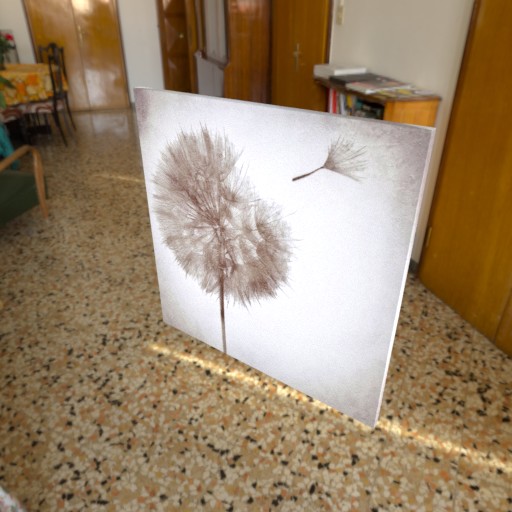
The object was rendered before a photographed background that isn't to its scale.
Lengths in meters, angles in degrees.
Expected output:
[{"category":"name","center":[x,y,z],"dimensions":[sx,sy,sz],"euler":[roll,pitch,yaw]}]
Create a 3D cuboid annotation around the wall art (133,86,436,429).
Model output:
[{"category":"wall art","center":[0.000,0.000,1.153],"dimensions":[0.762,0.762,0.027],"euler":[19,35,30]}]
